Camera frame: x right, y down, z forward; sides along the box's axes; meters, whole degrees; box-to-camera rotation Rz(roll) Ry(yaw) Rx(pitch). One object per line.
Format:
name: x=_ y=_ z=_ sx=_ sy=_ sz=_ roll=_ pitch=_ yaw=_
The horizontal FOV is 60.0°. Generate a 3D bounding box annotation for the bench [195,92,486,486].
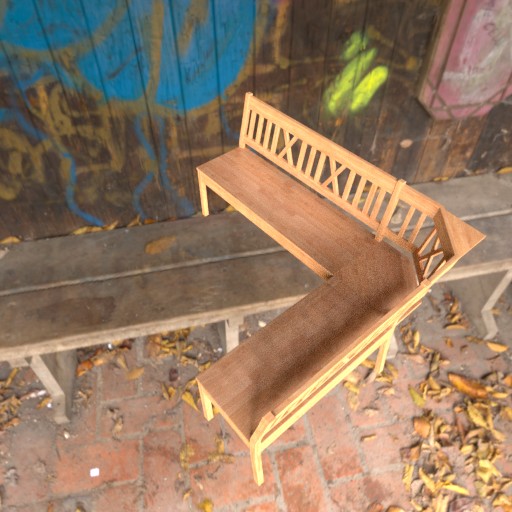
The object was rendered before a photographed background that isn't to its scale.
bench: x=0.000 y=0.000 z=2.764 sx=1.537 sy=0.902 sz=1.937 roll=-32 pitch=55 yaw=-26
